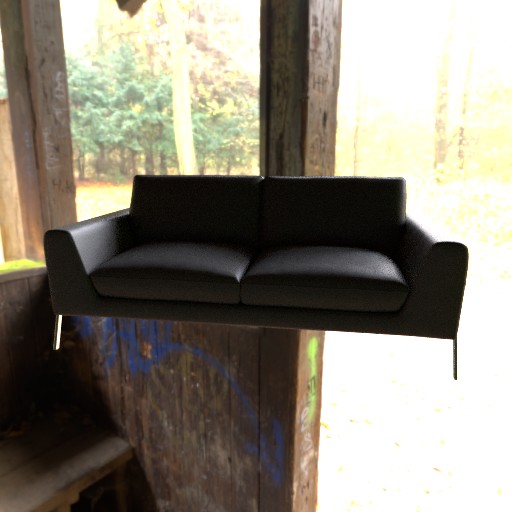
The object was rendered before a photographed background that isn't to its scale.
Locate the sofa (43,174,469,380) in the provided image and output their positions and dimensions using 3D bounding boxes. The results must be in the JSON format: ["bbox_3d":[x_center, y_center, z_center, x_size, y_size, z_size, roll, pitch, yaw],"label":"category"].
[{"bbox_3d":[0.000,0.000,2.517,2.017,0.875,0.953,2,14,9],"label":"sofa"}]
